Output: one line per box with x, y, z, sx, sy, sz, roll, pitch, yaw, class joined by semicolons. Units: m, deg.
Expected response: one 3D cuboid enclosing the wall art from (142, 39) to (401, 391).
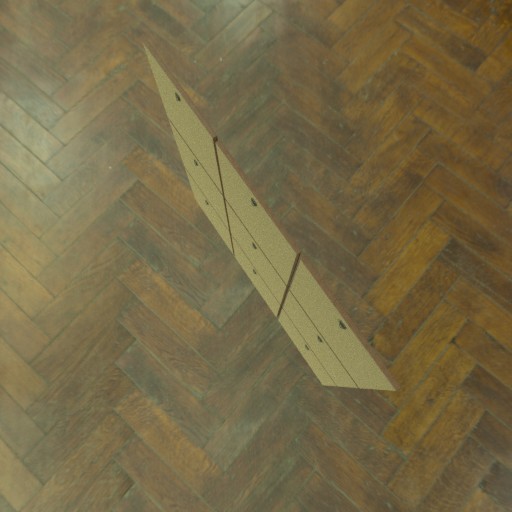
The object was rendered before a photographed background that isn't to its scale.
0.000;0.000;1.792;0.024;1.218;1.221;-33;77;-9;wall art
